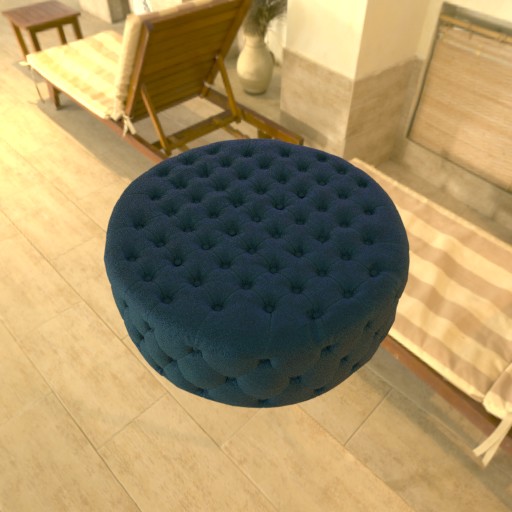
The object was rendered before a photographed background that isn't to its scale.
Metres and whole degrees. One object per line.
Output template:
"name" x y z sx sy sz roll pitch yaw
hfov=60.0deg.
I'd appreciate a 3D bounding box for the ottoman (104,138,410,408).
"ottoman" 0.000 0.000 1.557 0.998 0.398 0.998 0 47 0
